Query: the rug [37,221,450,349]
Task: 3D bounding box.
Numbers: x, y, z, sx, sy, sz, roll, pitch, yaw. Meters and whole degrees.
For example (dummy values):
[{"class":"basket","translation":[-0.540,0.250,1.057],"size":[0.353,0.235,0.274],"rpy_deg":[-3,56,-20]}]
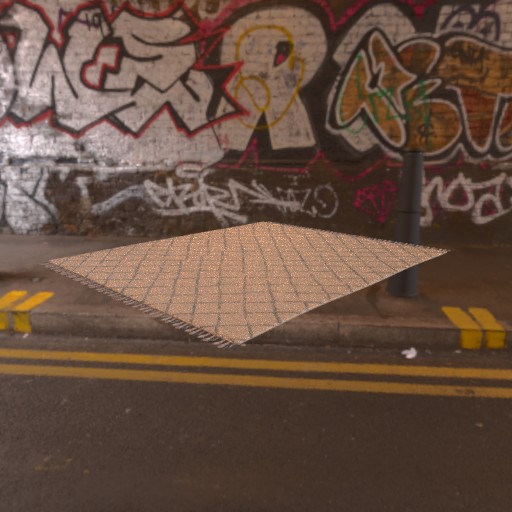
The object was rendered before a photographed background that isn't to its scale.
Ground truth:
[{"class":"rug","translation":[0.000,0.000,4.881],"size":[2.892,0.036,3.585],"rpy_deg":[13,19,42]}]
